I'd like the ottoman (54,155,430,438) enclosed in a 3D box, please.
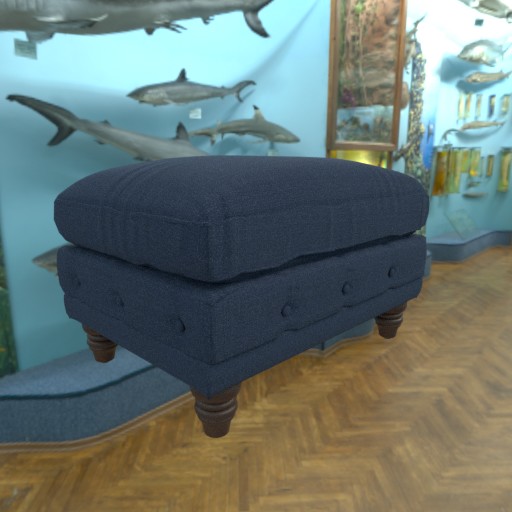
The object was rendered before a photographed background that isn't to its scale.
[{"bbox_3d":[0.000,0.000,1.098,0.558,0.486,0.767,12,17,43],"label":"ottoman"}]
